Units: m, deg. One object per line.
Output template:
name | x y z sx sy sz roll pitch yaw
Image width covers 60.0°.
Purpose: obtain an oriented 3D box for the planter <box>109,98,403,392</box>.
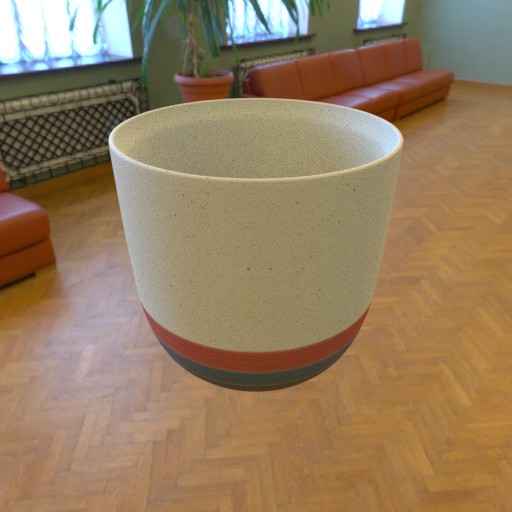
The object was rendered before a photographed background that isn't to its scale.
planter | 0.000 0.000 0.372 0.204 0.214 0.204 0 31 0
